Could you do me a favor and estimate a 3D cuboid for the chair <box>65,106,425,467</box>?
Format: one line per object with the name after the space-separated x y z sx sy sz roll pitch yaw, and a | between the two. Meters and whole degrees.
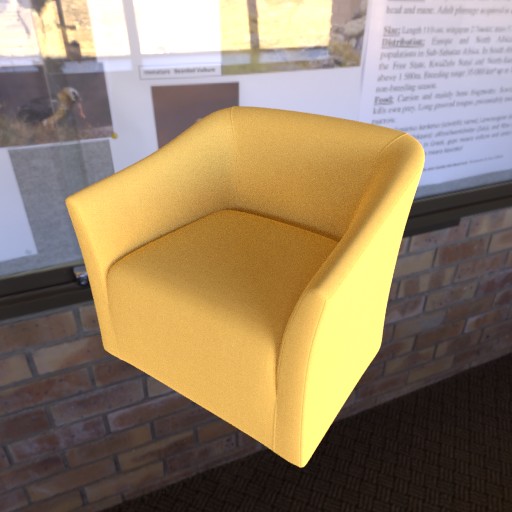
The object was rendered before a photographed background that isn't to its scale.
0.000 0.000 1.343 0.790 0.720 0.700 20 36 29 | chair
